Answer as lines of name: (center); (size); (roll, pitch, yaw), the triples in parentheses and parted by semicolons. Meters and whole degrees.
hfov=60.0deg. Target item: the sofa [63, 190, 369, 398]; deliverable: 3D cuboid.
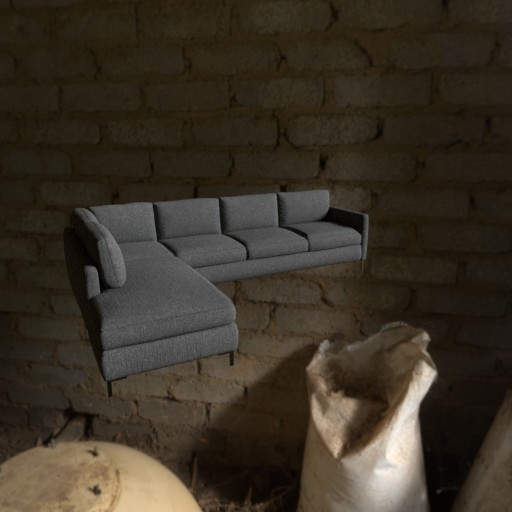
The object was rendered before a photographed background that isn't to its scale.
sofa: (0.000, 0.000, 3.849); (2.949, 0.815, 2.007); (-8, 18, -27)
